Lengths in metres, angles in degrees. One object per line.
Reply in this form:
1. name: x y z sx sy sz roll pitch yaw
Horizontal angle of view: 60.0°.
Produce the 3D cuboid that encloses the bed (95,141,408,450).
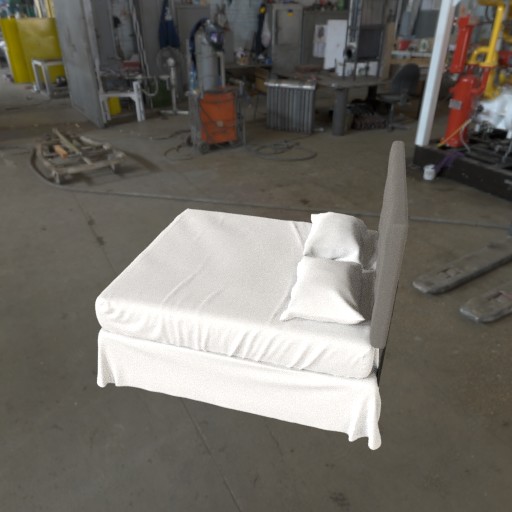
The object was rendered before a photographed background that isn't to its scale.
1. bed: 0.000 0.000 3.545 2.222 1.577 1.936 8 31 13
